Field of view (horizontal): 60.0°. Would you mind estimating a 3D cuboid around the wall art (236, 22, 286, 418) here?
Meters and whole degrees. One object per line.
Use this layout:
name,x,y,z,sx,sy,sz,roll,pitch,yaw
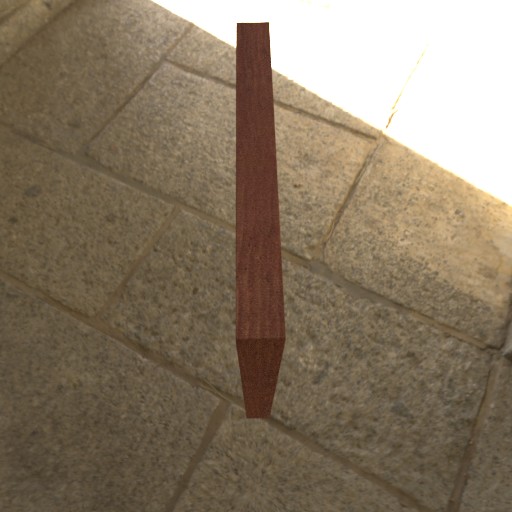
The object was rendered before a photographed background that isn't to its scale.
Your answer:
wall art,0.000,0.000,0.626,0.039,0.449,0.377,-1,63,-1
